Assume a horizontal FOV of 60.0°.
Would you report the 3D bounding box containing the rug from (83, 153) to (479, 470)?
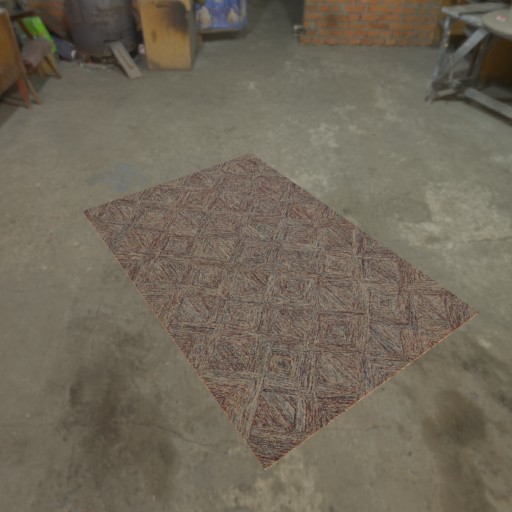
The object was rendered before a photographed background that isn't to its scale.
[{"bbox_3d":[0.000,0.000,2.912,1.523,0.019,2.285,-25,47,-26],"label":"rug"}]
